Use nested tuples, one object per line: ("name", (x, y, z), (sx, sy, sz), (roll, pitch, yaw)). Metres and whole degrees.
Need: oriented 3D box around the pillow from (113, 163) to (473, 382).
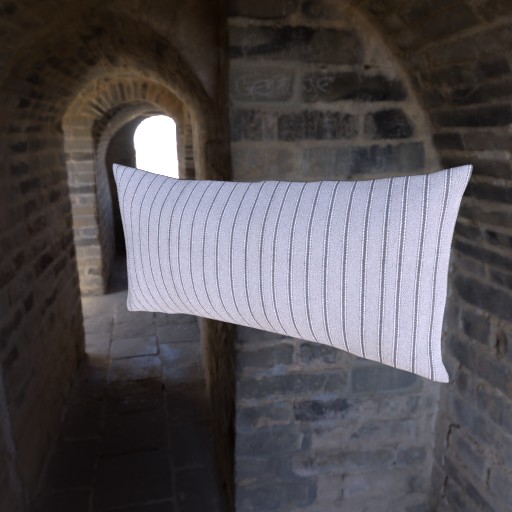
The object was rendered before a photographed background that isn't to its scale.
("pillow", (0.000, 0.000, 0.721), (0.609, 0.305, 0.151), (8, 16, 28))
